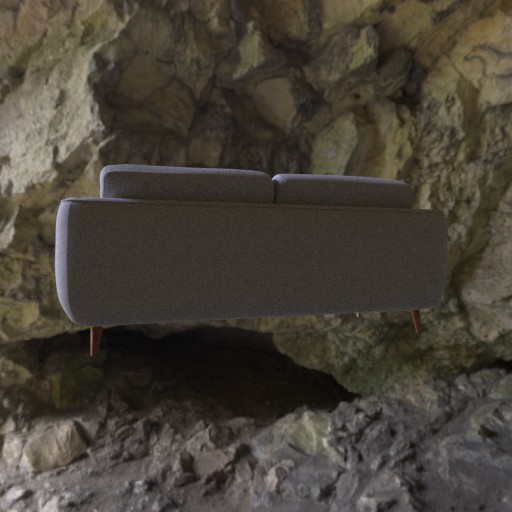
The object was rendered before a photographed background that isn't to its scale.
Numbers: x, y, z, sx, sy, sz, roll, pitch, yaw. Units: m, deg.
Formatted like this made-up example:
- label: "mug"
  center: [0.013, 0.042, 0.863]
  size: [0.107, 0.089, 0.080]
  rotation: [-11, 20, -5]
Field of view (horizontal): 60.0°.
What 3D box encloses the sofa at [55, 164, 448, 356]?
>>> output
- label: "sofa"
  center: [0.000, 0.000, 2.475]
  size: [2.000, 0.850, 0.920]
  rotation: [0, 1, -18]
